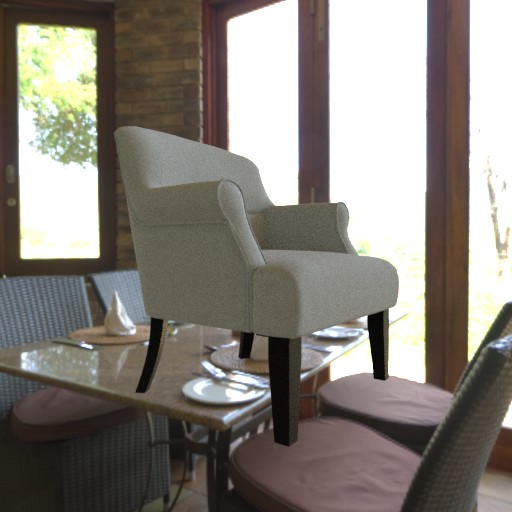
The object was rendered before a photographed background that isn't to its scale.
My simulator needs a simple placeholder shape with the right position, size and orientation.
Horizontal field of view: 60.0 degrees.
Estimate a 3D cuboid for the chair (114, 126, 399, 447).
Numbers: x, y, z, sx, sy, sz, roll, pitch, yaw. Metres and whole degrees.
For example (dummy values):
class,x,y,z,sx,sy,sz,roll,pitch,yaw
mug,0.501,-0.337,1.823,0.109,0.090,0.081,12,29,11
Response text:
class,x,y,z,sx,sy,sz,roll,pitch,yaw
chair,0.000,0.000,1.500,0.750,0.875,0.781,1,1,36
